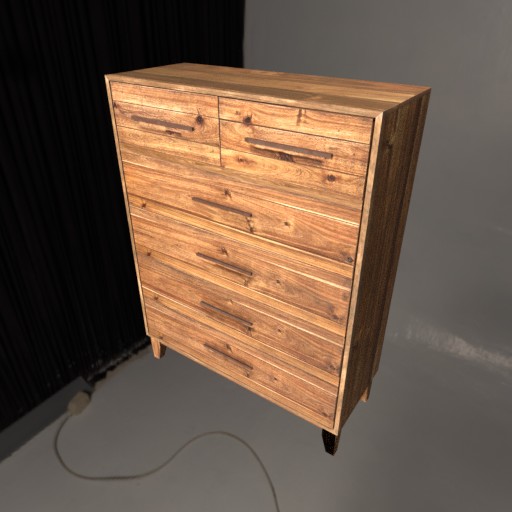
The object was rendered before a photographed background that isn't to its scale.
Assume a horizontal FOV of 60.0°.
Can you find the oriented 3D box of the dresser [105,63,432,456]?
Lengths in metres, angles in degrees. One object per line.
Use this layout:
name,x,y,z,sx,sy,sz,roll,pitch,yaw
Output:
dresser,0.000,0.000,1.872,1.062,1.393,0.442,19,35,29
